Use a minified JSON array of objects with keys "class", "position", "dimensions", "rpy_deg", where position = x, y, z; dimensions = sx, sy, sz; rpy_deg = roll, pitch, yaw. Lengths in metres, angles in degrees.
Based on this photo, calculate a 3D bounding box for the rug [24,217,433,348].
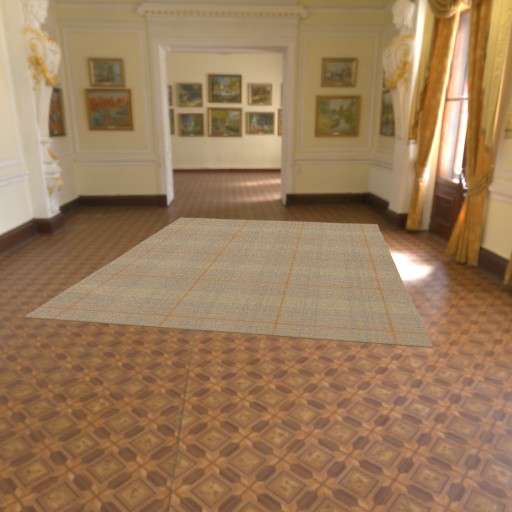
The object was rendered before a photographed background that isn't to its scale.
[{"class":"rug","position":[0.000,0.000,4.020],"dimensions":[2.448,0.021,3.051],"rpy_deg":[3,17,9]}]
